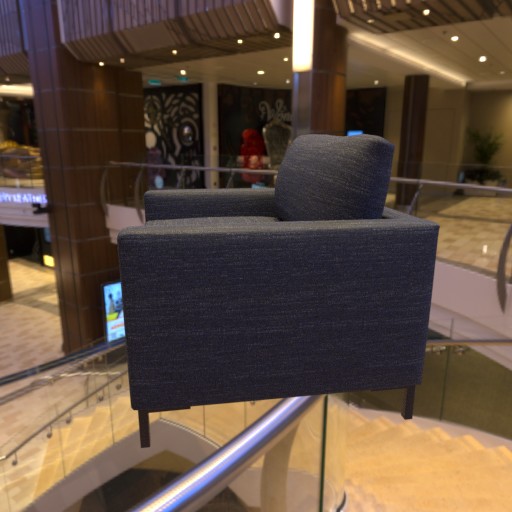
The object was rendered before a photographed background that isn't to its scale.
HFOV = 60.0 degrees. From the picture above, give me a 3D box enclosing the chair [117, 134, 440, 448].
[{"bbox_3d":[0.000,0.000,1.615,0.866,0.861,0.963,-2,15,-9],"label":"chair"}]
